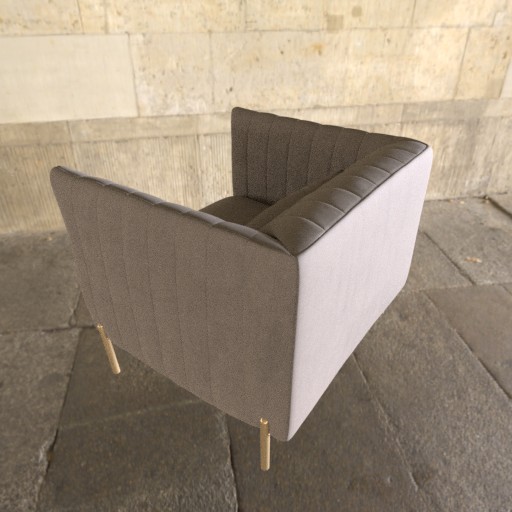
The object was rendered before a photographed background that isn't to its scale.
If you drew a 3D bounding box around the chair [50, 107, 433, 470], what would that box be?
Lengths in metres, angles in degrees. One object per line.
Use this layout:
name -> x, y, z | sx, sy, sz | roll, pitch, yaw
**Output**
chair -> 0.000, 0.000, 1.598 | 0.873, 0.779, 0.981 | 21, 38, 30
